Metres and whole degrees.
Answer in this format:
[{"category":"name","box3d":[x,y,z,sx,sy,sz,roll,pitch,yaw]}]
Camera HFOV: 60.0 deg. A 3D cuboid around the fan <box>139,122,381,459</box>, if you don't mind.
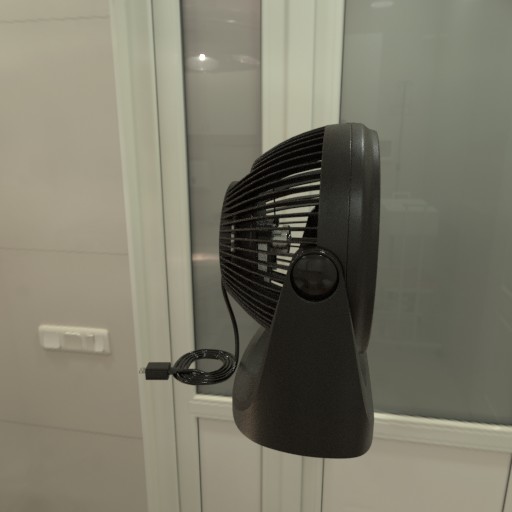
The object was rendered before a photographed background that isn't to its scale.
[{"category":"fan","box3d":[0.000,0.000,0.483,0.256,0.277,0.273,3,15,10]}]
